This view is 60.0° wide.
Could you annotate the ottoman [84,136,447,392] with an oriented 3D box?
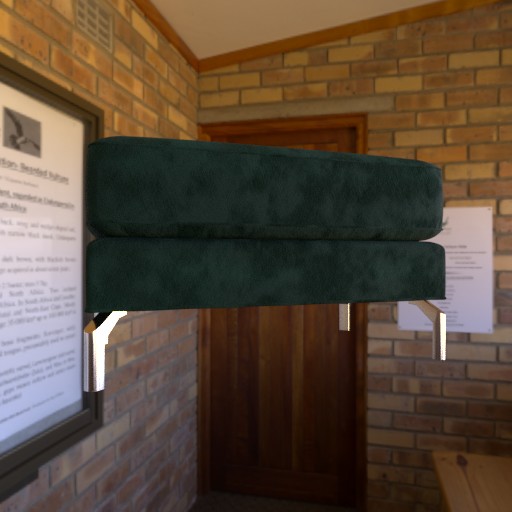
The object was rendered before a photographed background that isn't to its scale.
[{"bbox_3d":[0.000,0.000,1.244,0.886,0.533,0.536,0,0,-18],"label":"ottoman"}]
